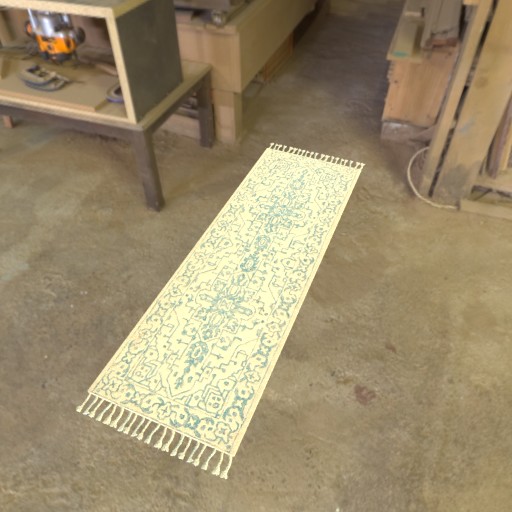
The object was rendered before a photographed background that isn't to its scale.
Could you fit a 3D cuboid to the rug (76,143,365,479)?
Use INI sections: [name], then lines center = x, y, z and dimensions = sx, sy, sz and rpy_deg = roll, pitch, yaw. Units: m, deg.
[rug]
center = 0.000, 0.000, 2.700
dimensions = 0.774, 0.011, 2.449
rpy_deg = 17, 48, 16
